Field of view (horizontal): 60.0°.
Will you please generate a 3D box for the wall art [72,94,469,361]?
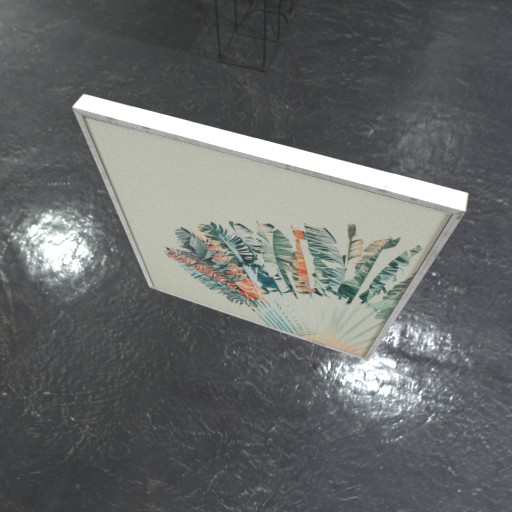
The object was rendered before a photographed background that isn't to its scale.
[{"bbox_3d":[0.000,0.000,0.761,0.508,0.506,0.029,17,60,10],"label":"wall art"}]
